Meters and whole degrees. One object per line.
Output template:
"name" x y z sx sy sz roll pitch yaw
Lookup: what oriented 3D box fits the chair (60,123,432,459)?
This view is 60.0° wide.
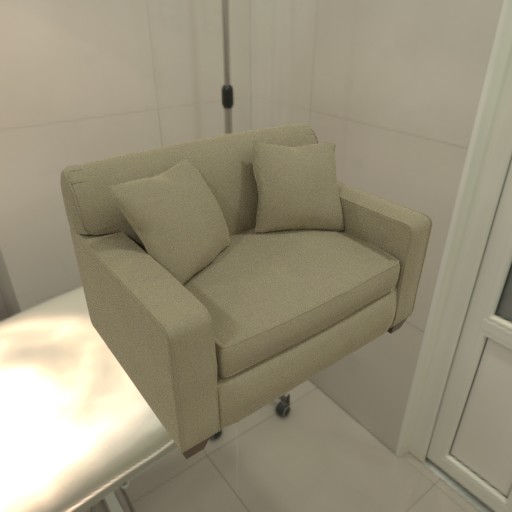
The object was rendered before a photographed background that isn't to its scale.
"chair" 0.000 0.000 2.091 1.383 0.948 1.000 -21 35 -32
